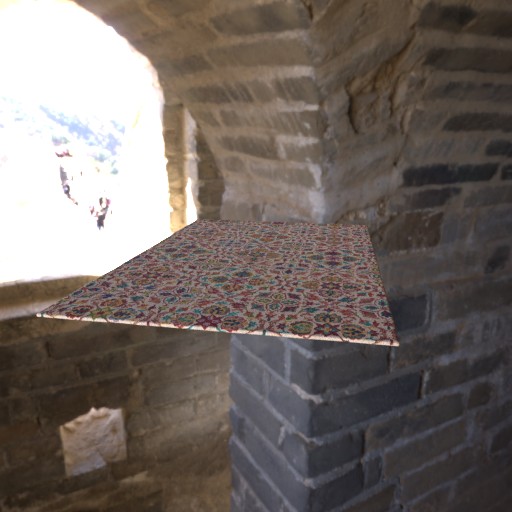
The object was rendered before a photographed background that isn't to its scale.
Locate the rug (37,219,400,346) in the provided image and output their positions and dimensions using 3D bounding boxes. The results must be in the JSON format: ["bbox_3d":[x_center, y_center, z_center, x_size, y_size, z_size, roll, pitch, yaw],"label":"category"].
[{"bbox_3d":[0.000,0.000,2.901,1.541,0.018,2.297,3,16,10],"label":"rug"}]
